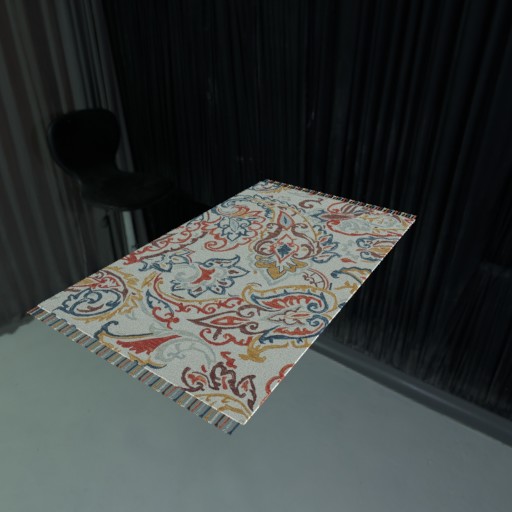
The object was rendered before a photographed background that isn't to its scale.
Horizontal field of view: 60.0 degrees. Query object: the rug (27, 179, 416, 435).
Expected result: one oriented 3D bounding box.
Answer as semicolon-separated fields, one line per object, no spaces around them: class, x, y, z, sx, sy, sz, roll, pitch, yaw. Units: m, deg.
rug;0.000;0.000;3.161;1.523;0.010;2.584;19;36;29
